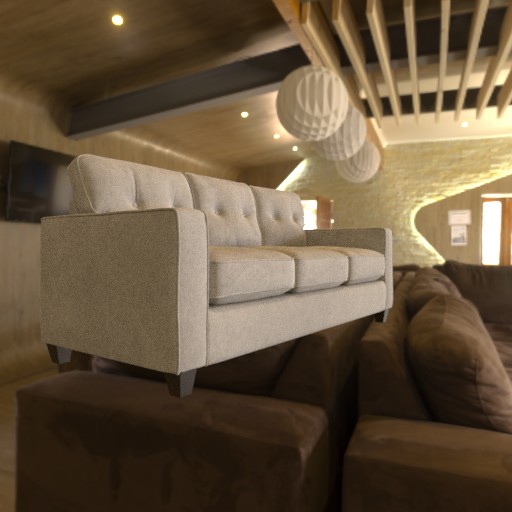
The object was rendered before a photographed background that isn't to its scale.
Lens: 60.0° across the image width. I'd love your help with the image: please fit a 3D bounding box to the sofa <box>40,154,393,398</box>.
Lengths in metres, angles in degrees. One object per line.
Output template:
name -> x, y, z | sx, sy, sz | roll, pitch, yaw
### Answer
sofa -> 0.000, 0.000, 2.605 | 0.939, 0.965, 2.133 | 1, 1, 37
